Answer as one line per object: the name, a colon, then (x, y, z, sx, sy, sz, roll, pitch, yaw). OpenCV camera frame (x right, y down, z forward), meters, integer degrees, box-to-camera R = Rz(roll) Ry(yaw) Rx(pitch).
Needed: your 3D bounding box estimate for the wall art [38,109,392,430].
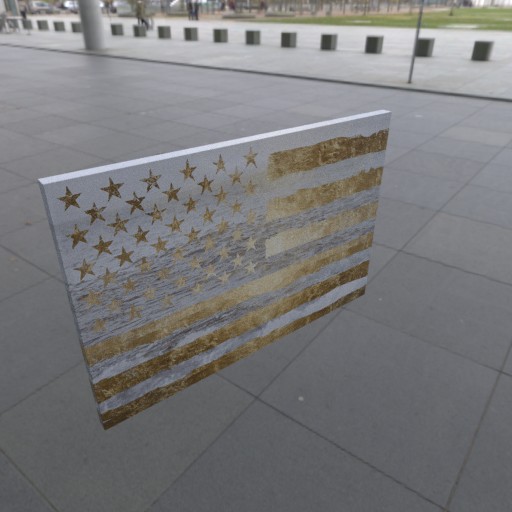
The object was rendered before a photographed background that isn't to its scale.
wall art: (0.000, 0.000, 1.424, 1.145, 0.762, 0.041, -21, 36, -32)
